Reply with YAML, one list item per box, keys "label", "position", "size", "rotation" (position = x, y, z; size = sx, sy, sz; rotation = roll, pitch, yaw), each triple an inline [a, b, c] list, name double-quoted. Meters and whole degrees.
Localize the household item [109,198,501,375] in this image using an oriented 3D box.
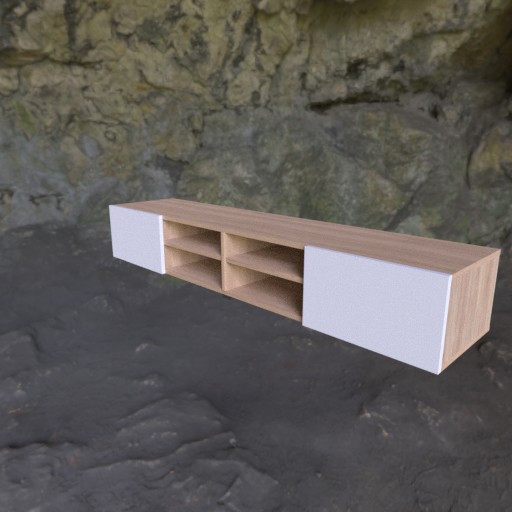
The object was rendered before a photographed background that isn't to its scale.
- label: "household item"
  position: [0.000, 0.000, 1.982]
  size: [1.850, 0.310, 0.420]
  rotation: [14, 20, 43]
